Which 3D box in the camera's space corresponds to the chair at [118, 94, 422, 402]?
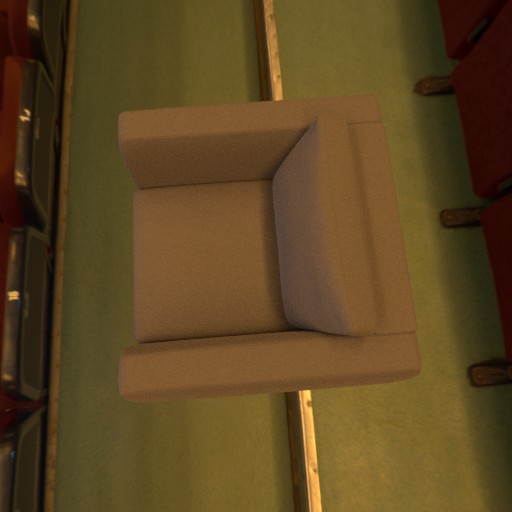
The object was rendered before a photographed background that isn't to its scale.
[{"bbox_3d":[0.000,0.000,1.688,0.930,0.860,1.000,-4,76,-1],"label":"chair"}]
